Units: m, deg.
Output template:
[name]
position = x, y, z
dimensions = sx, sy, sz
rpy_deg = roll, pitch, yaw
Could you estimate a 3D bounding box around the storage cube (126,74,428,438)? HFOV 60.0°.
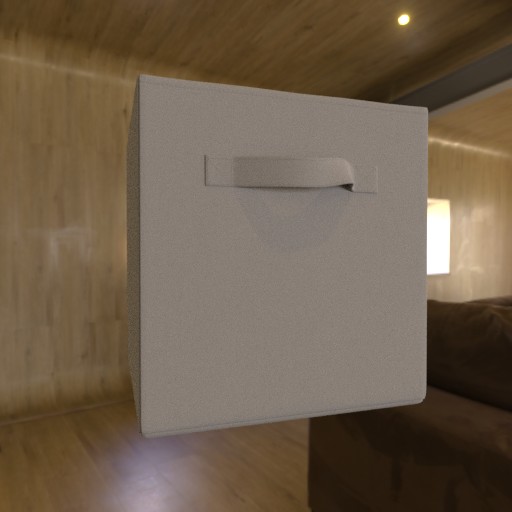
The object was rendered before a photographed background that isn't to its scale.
[storage cube]
position = 0.000, 0.000, 0.488
dimensions = 0.270, 0.280, 0.270
rpy_deg = 0, 1, -18
